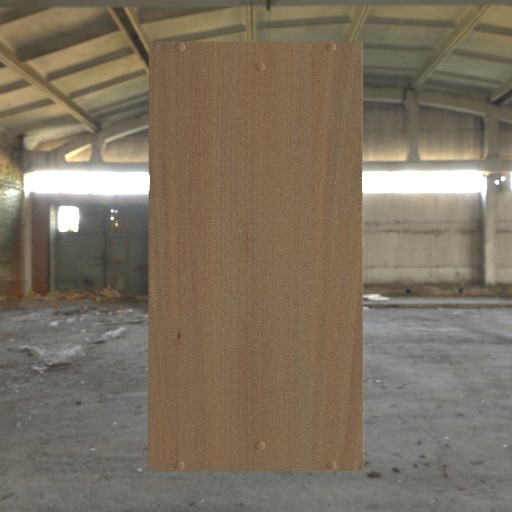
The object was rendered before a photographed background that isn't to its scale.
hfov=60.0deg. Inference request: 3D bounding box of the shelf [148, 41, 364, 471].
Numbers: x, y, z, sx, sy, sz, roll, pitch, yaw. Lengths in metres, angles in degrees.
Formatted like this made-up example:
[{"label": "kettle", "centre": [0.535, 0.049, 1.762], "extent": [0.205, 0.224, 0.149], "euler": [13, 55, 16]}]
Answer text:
[{"label": "shelf", "centre": [0.000, 0.000, 0.757], "extent": [0.297, 0.594, 0.290], "euler": [0, -1, 0]}]
